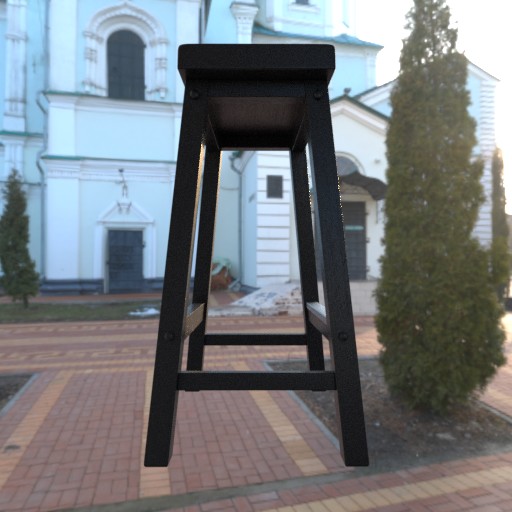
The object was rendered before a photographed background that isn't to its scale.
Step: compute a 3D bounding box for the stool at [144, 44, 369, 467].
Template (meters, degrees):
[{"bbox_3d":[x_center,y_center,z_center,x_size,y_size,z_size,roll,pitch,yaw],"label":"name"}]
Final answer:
[{"bbox_3d":[0.000,0.000,0.839,0.322,0.610,0.406,0,-1,0],"label":"stool"}]
